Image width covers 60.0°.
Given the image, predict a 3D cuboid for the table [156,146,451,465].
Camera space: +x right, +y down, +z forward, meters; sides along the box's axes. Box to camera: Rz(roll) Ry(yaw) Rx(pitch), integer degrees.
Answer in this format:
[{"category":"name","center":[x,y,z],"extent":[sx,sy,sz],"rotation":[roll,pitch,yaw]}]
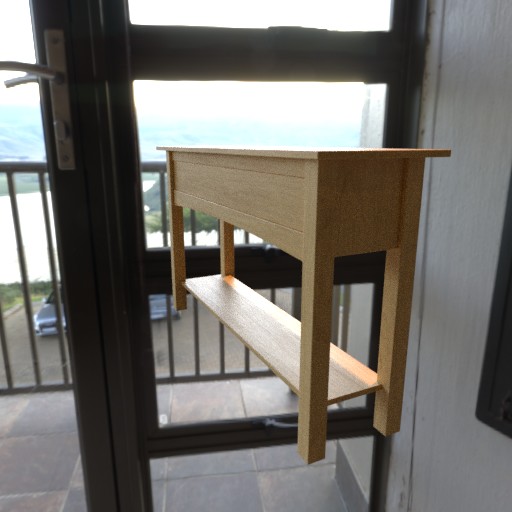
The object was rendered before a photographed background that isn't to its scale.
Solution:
[{"category":"table","center":[0.000,0.000,1.529],"extent":[0.350,0.730,1.240],"rotation":[-7,16,-25]}]
